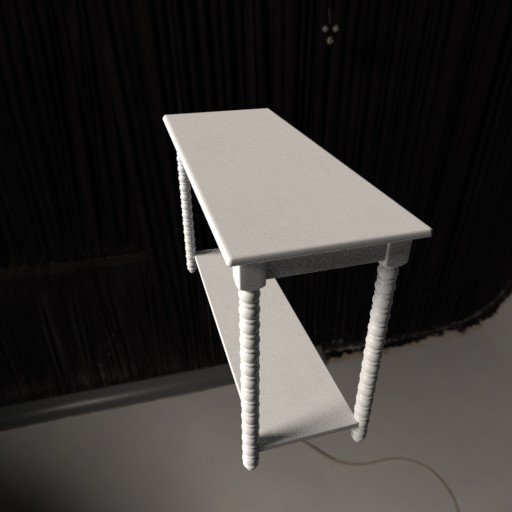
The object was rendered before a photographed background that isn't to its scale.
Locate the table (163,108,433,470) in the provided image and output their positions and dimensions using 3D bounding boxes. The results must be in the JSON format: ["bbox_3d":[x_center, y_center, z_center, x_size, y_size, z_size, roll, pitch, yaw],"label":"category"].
[{"bbox_3d":[0.000,0.000,1.565,0.459,0.740,1.184,-8,32,-14],"label":"table"}]
